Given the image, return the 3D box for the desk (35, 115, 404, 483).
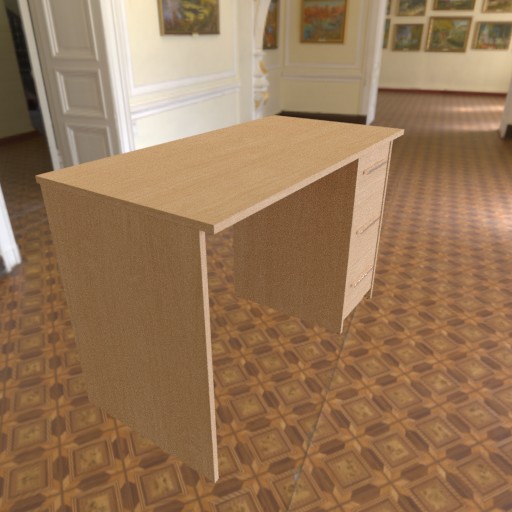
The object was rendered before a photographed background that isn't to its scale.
[{"bbox_3d":[0.000,0.000,1.512,0.560,0.735,1.097,17,31,30],"label":"desk"}]
